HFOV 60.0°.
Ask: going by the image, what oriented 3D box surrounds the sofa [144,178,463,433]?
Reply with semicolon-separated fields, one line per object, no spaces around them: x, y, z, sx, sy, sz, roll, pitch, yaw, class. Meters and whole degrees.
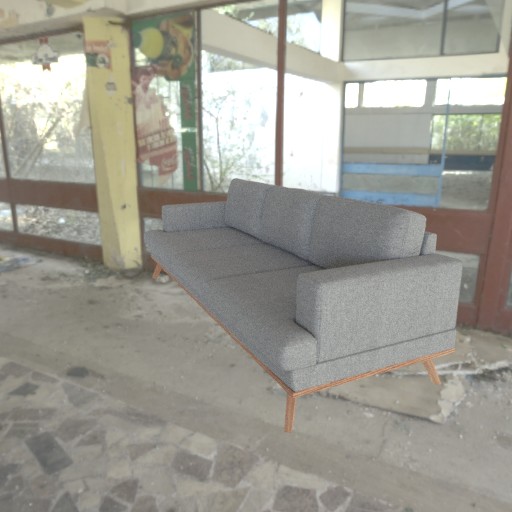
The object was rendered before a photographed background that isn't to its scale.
0.000;0.000;2.773;0.920;0.810;2.310;-7;16;-25;sofa
